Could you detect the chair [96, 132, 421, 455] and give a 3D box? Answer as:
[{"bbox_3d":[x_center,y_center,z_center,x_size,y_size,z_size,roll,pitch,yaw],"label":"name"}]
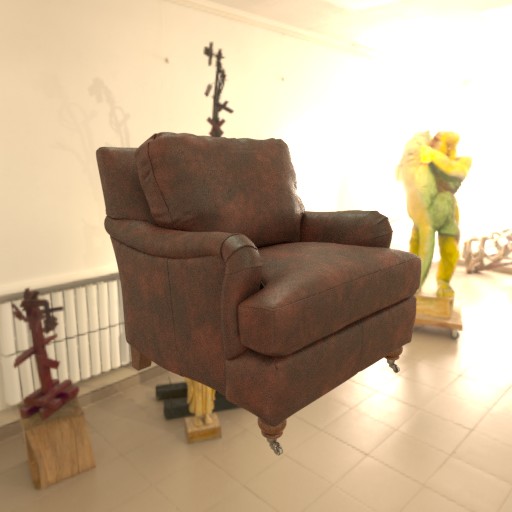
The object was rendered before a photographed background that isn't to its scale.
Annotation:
[{"bbox_3d":[0.000,0.000,1.970,0.987,1.051,1.156,-13,18,-43],"label":"chair"}]
